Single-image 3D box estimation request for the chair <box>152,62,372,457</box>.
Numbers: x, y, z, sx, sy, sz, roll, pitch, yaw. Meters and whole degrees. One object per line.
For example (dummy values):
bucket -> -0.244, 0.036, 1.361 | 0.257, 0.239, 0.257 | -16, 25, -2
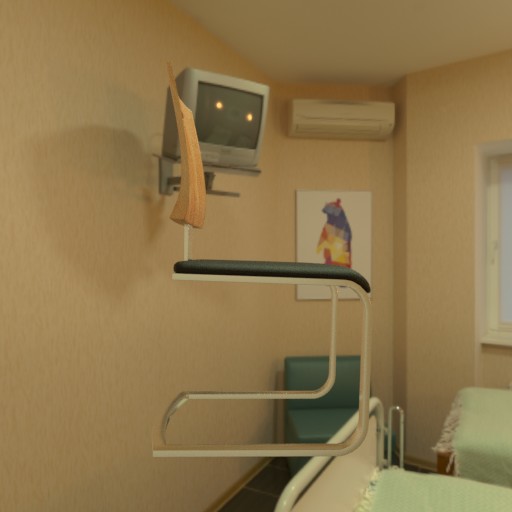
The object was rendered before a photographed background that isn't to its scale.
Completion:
chair -> 0.000, 0.000, 1.257 | 0.560, 0.936, 0.462 | 0, 0, -1
